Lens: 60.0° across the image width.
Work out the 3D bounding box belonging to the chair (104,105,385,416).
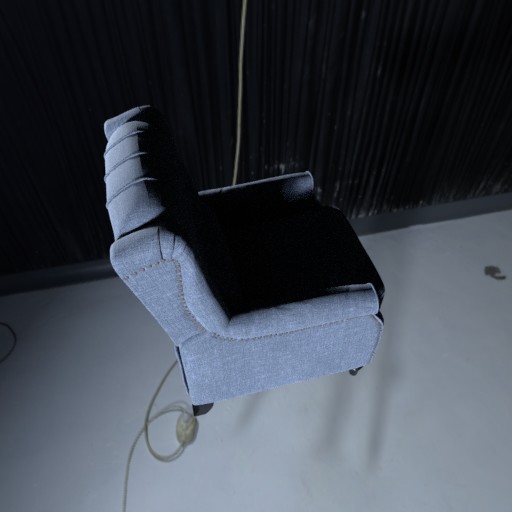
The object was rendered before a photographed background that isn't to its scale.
[{"bbox_3d":[0.000,0.000,1.674,0.898,1.035,0.742,-11,48,-10],"label":"chair"}]
